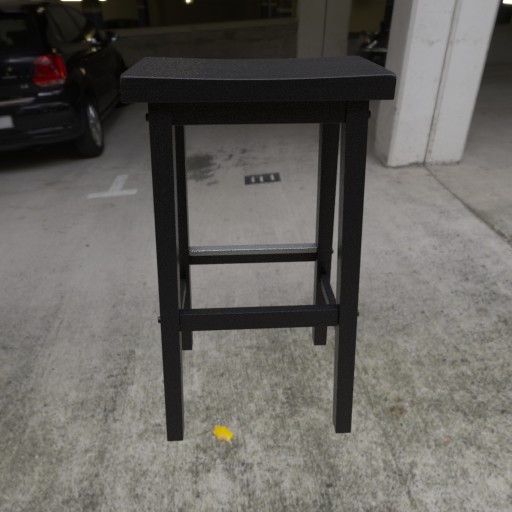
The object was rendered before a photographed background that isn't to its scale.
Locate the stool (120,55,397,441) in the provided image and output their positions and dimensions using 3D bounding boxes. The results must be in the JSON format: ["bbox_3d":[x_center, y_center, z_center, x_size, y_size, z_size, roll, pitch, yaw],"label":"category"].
[{"bbox_3d":[0.000,0.000,0.927,0.406,0.742,0.322,-2,31,-3],"label":"stool"}]
